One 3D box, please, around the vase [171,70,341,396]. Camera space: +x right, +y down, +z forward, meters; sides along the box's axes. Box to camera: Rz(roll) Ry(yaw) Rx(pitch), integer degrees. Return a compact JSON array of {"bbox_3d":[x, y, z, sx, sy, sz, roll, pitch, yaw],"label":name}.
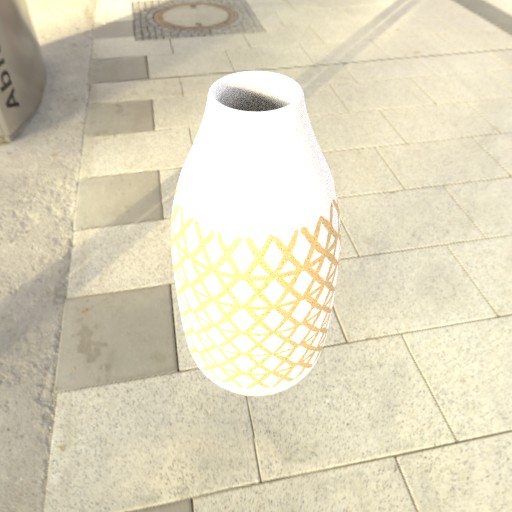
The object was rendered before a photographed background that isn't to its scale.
[{"bbox_3d":[0.000,0.000,0.490,0.186,0.380,0.186,0,46,0],"label":"vase"}]
